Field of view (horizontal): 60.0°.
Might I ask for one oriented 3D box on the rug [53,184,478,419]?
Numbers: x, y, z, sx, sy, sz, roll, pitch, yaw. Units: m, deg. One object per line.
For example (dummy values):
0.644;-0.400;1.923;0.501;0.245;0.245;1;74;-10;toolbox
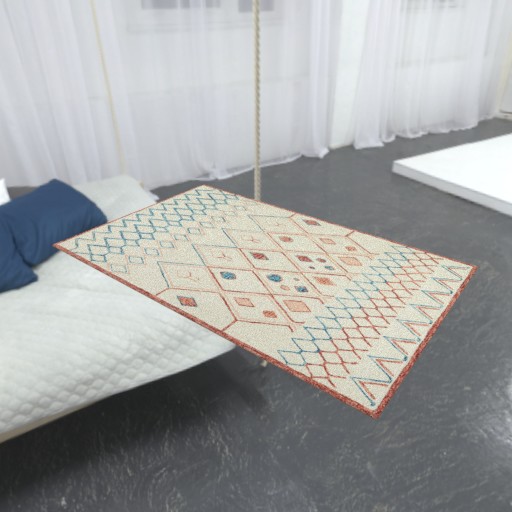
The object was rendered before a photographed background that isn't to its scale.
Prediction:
0.000;0.000;2.982;2.438;0.015;1.524;21;36;32;rug
